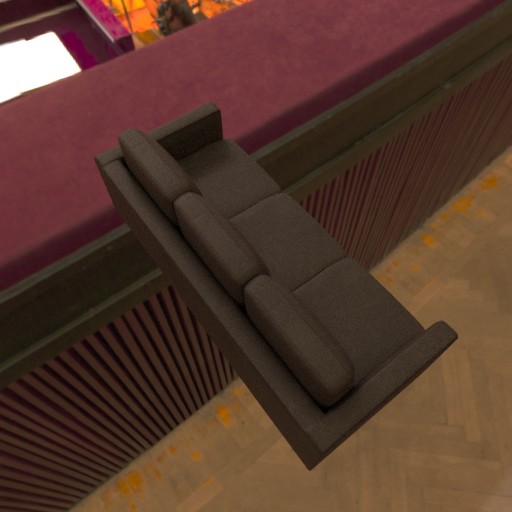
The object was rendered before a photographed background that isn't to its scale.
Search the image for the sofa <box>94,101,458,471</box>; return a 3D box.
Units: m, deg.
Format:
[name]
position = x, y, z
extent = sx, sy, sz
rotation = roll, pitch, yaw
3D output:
[sofa]
position = 0.000, 0.000, 2.502
extent = 0.879, 0.899, 2.029
rotation = -32, 63, -19
